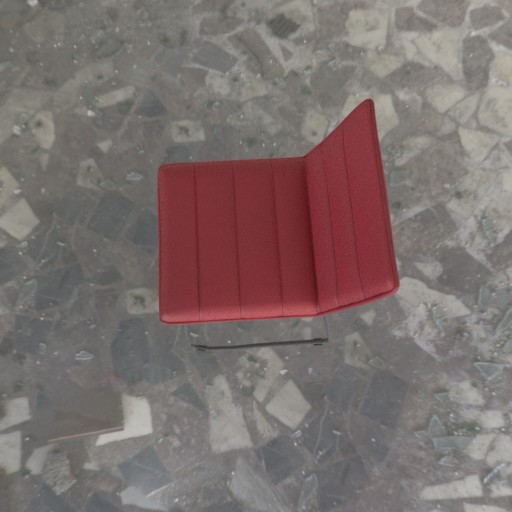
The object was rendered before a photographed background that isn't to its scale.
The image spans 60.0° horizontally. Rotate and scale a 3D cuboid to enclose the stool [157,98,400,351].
[{"bbox_3d":[0.000,0.000,1.257,0.524,0.937,0.489,-4,76,-1],"label":"stool"}]
